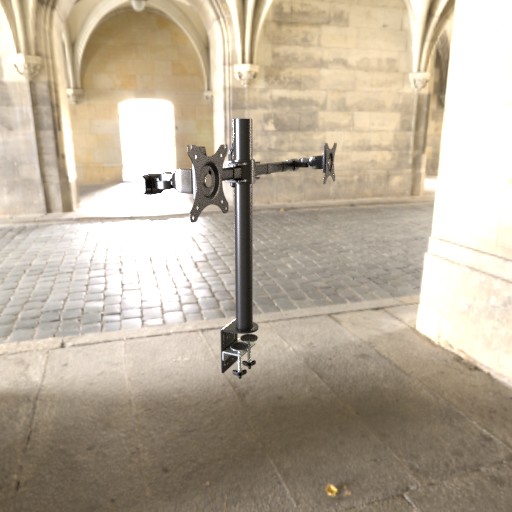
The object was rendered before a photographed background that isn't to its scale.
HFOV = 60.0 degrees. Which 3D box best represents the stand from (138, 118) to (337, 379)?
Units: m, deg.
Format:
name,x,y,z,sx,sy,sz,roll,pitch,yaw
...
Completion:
name,x,y,z,sx,sy,sz,roll,pitch,yaw
stand,0.000,0.000,1.018,0.150,0.603,0.743,7,16,25
